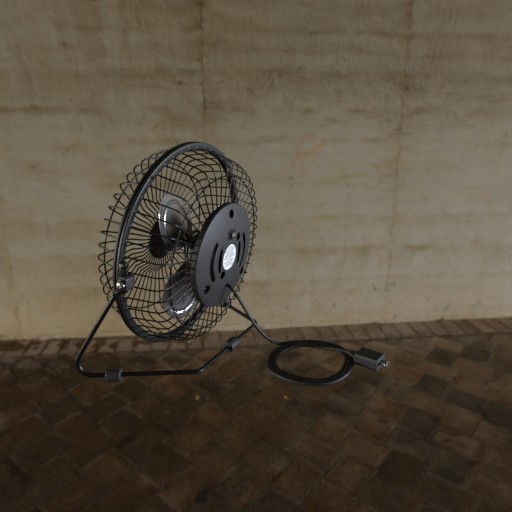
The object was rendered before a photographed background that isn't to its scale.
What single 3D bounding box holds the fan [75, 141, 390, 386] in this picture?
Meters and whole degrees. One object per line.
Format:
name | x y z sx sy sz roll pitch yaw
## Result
fan | 0.000 0.000 0.377 0.227 0.188 0.209 8 17 25
